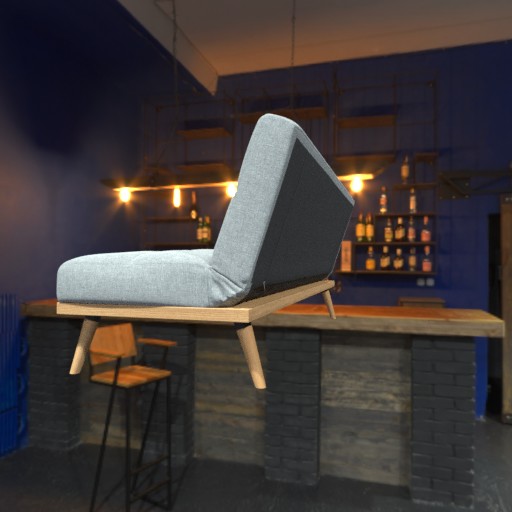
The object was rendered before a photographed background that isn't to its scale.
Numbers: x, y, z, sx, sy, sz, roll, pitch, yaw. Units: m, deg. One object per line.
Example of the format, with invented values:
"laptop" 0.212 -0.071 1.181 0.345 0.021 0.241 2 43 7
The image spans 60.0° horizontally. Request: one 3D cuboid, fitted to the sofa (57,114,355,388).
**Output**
"sofa" 0.000 0.000 2.177 0.800 0.800 1.820 0 0 18
